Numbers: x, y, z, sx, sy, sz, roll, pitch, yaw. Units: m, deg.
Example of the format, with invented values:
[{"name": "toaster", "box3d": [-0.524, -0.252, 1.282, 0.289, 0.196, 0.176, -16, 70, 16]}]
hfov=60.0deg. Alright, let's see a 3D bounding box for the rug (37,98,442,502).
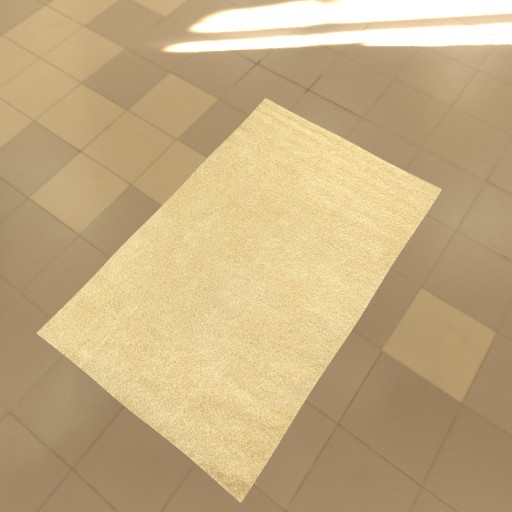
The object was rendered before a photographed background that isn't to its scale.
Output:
[{"name": "rug", "box3d": [0.000, 0.000, 2.855, 1.500, 0.025, 2.346, 33, 67, 15]}]
